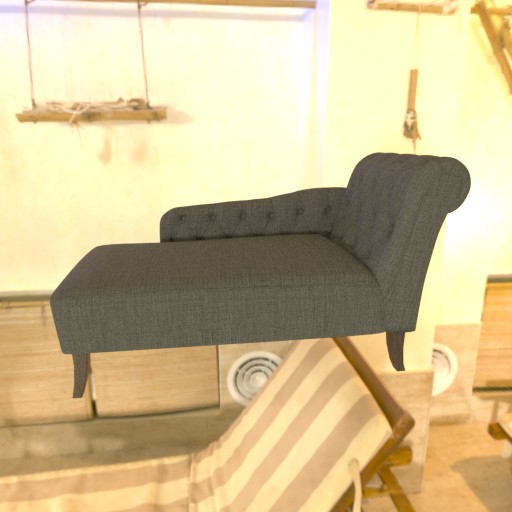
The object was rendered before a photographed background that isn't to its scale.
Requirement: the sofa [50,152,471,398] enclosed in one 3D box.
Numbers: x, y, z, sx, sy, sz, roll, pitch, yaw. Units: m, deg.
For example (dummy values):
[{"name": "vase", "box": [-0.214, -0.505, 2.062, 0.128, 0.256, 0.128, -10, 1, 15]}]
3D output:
[{"name": "sofa", "box": [0.000, 0.000, 1.755, 1.379, 0.787, 0.675, -2, 15, -8]}]
